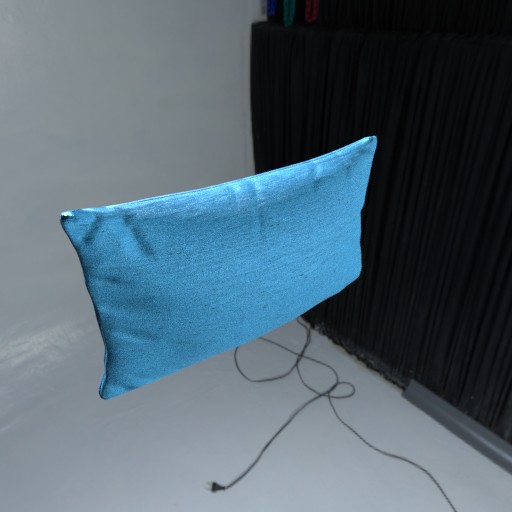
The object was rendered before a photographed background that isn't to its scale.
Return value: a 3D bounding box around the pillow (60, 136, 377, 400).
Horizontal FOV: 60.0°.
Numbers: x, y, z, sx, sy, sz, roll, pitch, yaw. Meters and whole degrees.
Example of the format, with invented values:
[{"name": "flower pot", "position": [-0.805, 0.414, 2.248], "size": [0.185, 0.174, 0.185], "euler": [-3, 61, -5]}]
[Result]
[{"name": "pillow", "position": [0.000, 0.000, 0.811], "size": [0.633, 0.338, 0.210], "euler": [-21, 36, -32]}]
